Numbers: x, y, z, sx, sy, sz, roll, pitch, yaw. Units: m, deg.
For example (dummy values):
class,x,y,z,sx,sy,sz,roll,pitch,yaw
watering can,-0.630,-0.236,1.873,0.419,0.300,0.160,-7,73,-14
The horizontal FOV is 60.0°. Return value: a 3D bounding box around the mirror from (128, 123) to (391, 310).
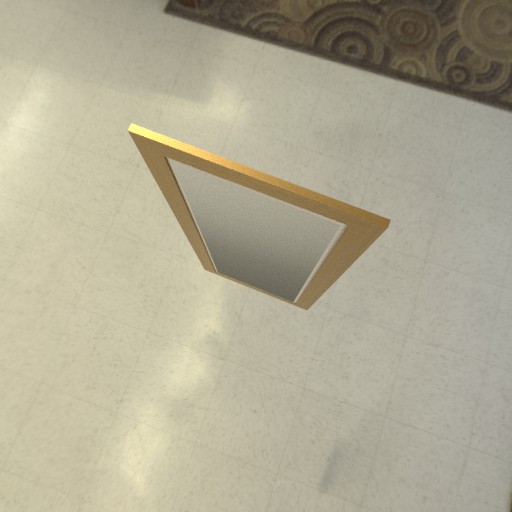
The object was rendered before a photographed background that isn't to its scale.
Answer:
class,x,y,z,sx,sy,sz,roll,pitch,yaw
mirror,0.000,0.000,2.274,0.812,2.031,0.025,21,77,5
